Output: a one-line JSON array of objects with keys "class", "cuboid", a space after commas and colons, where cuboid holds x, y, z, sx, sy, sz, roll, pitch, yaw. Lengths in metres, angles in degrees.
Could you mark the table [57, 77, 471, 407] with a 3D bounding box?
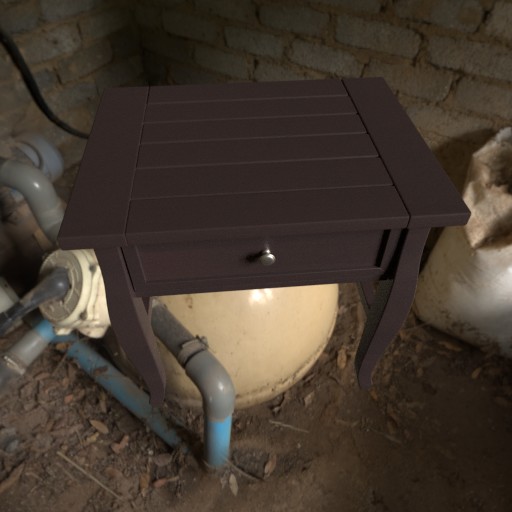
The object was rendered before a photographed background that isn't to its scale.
[{"class": "table", "cuboid": [0.000, 0.000, 1.013, 0.602, 0.605, 0.460, -4, 46, -4]}]
